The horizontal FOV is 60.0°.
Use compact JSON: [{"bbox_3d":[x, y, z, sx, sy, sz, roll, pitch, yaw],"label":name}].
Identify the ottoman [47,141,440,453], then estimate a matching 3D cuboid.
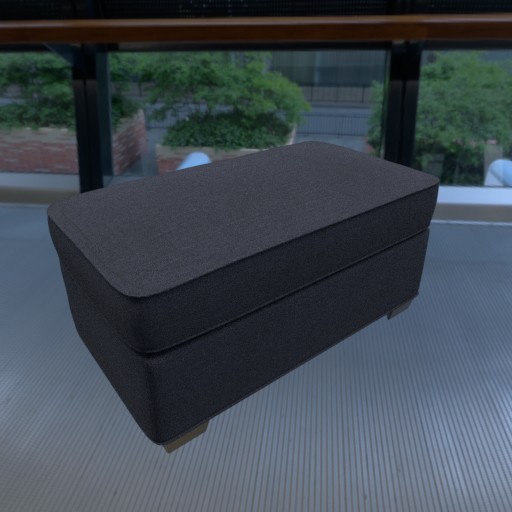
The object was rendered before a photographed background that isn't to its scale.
[{"bbox_3d":[0.000,0.000,1.179,0.895,0.453,0.505,-21,36,-32],"label":"ottoman"}]
